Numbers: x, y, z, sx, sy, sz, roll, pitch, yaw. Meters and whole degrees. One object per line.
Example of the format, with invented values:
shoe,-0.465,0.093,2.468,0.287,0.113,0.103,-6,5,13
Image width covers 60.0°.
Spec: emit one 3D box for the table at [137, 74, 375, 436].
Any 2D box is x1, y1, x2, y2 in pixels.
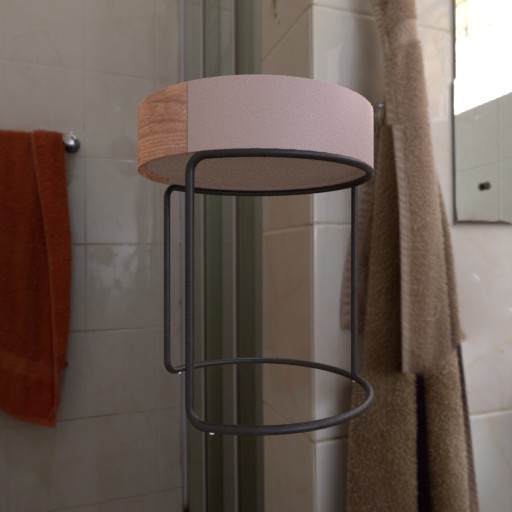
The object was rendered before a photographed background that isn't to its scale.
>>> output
table,0.000,0.000,0.870,0.450,0.530,0.450,0,0,0
